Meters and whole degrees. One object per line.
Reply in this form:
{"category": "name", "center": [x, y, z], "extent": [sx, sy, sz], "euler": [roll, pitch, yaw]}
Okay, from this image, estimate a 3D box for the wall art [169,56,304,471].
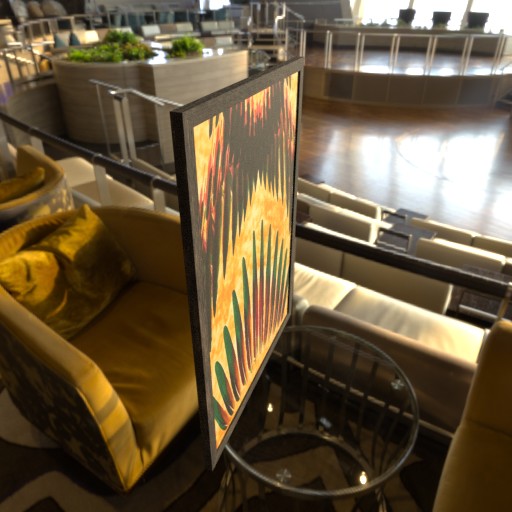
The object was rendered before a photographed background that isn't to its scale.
{"category": "wall art", "center": [0.000, 0.000, 1.401], "extent": [0.029, 1.066, 0.812], "euler": [11, 33, 18]}
